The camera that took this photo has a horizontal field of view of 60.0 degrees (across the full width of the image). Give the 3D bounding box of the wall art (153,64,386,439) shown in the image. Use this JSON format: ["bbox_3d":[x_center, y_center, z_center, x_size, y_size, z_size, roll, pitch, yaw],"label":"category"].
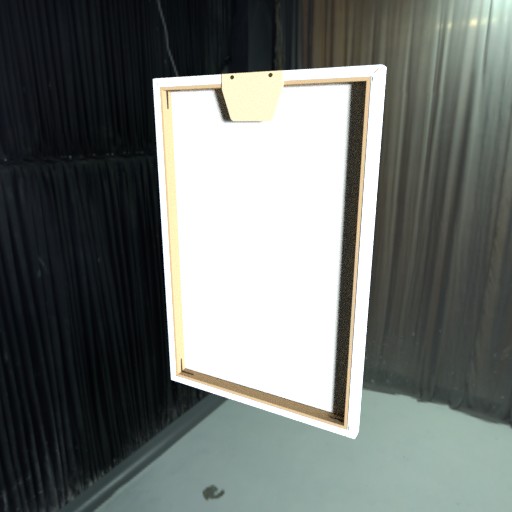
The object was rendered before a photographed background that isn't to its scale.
[{"bbox_3d":[0.000,0.000,1.175,0.602,0.902,0.048,9,18,27],"label":"wall art"}]
